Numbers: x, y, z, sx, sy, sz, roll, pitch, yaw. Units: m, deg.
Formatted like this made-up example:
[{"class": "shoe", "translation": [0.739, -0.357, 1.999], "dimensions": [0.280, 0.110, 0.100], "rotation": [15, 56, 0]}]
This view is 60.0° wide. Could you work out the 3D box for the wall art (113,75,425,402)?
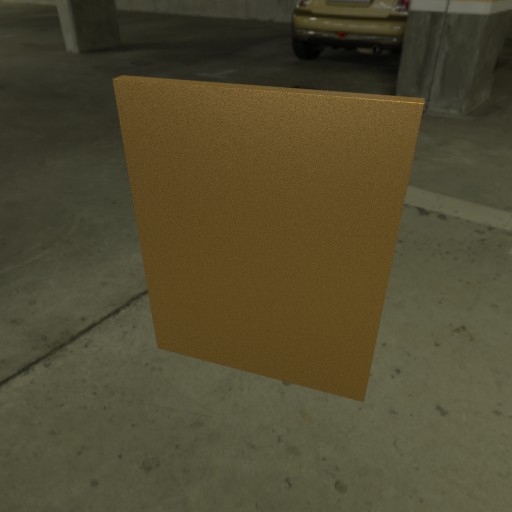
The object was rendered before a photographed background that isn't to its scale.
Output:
[{"class": "wall art", "translation": [0.000, 0.000, 1.049], "dimensions": [0.610, 0.762, 0.038], "rotation": [11, 34, 16]}]
